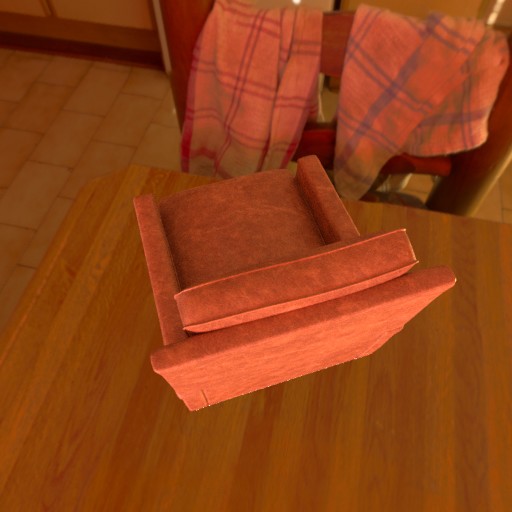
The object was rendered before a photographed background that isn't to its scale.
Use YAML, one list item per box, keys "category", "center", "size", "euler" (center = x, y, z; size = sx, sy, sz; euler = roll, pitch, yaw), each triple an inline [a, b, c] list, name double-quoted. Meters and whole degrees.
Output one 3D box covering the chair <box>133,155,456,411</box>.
- category: "chair"
  center: [0.000, 0.000, 1.790]
  size: [0.854, 1.054, 1.035]
  euler: [-15, 59, -9]
